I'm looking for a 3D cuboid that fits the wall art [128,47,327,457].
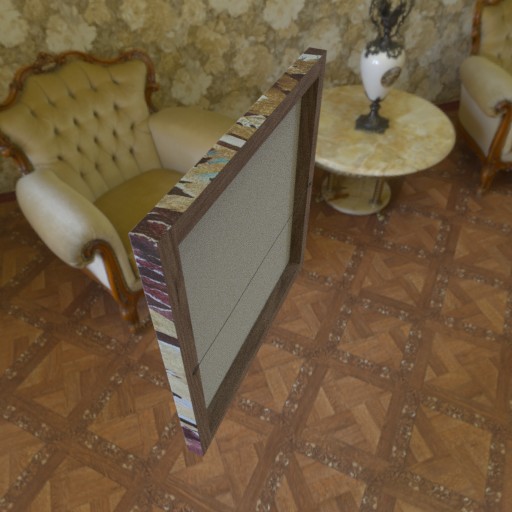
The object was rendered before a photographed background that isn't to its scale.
[{"bbox_3d":[0.000,0.000,0.905,0.041,0.613,0.609,18,48,17],"label":"wall art"}]
